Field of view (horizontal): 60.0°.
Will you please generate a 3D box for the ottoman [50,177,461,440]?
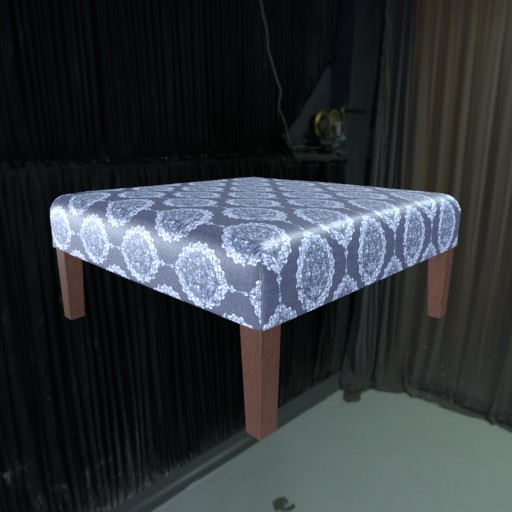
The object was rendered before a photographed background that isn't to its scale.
[{"bbox_3d":[0.000,0.000,1.376,0.890,0.409,0.889,14,21,42],"label":"ottoman"}]
